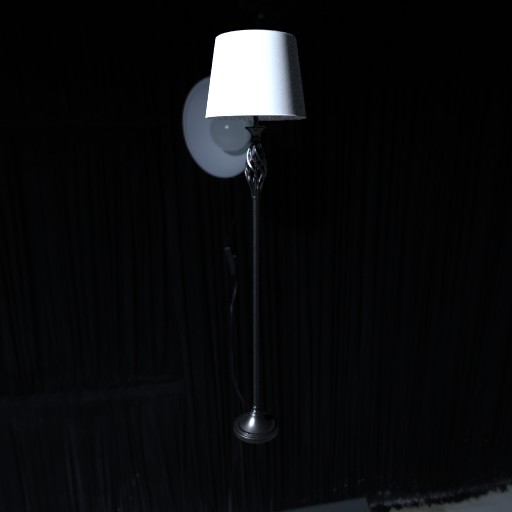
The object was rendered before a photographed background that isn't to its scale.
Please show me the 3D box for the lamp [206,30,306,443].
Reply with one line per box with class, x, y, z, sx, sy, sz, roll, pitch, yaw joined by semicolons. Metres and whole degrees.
lamp;0.000;0.000;1.813;0.379;1.623;0.379;0;14;0
